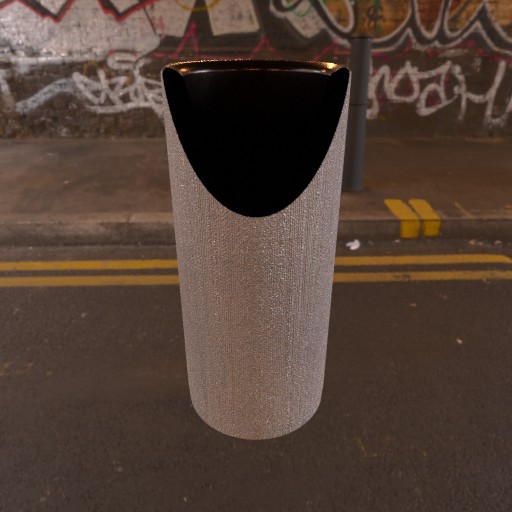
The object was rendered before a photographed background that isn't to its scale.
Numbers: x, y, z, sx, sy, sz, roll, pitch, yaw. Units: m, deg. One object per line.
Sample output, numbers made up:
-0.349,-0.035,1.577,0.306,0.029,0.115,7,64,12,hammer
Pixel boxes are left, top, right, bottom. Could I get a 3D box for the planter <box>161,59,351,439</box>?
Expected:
0.000,0.000,0.130,0.045,0.103,0.045,19,33,32,planter
